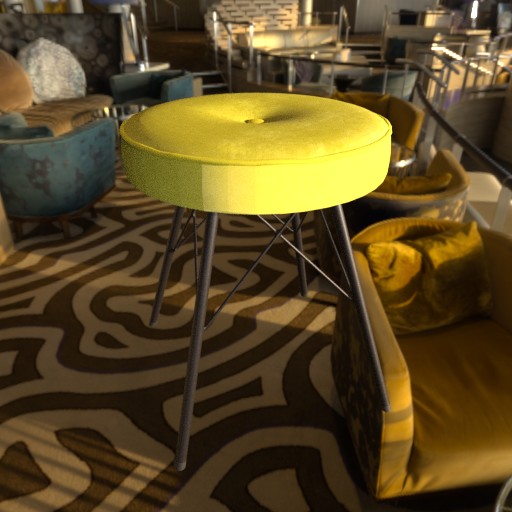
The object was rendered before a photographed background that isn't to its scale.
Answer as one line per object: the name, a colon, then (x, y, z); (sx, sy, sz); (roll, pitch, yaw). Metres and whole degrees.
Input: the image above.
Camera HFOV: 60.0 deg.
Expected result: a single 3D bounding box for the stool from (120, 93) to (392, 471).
stool: (0.000, 0.000, 0.800); (0.409, 0.508, 0.409); (-9, 31, -15)
